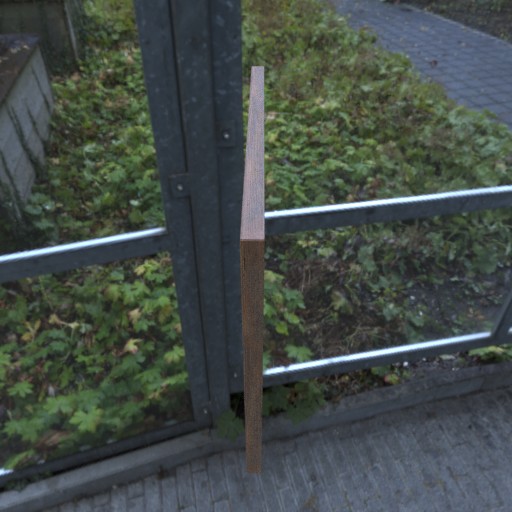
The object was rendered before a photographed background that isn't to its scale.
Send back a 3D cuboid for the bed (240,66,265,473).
[{"bbox_3d":[0.000,0.000,1.522,0.046,0.942,1.046,0,40,1],"label":"bed"}]
